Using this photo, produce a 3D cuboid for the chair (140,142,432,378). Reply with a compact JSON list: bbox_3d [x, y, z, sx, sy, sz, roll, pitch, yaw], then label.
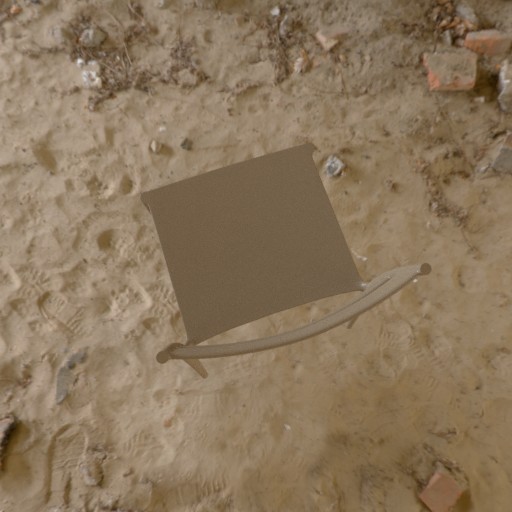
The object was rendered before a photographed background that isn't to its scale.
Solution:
[{"bbox_3d":[0.000,0.000,1.148,0.531,0.800,0.511,-18,76,-5],"label":"chair"}]
